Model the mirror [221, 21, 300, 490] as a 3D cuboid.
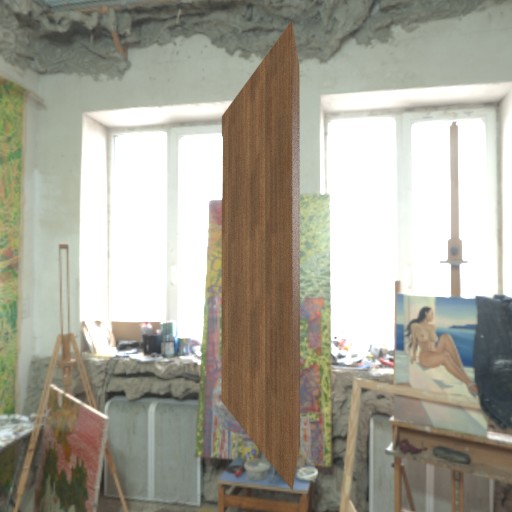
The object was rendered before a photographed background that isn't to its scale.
[{"bbox_3d":[0.000,0.000,1.268,0.047,1.010,0.651,0,-1,-18],"label":"mirror"}]
